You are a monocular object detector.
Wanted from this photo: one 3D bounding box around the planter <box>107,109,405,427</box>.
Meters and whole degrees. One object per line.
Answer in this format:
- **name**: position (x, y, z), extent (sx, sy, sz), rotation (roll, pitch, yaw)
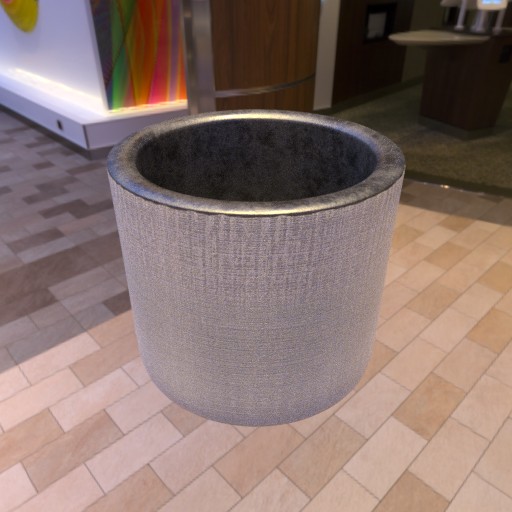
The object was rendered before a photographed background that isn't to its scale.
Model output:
- **planter**: position (0.000, 0.000, 0.219), extent (0.125, 0.112, 0.125), rotation (0, 33, 0)
